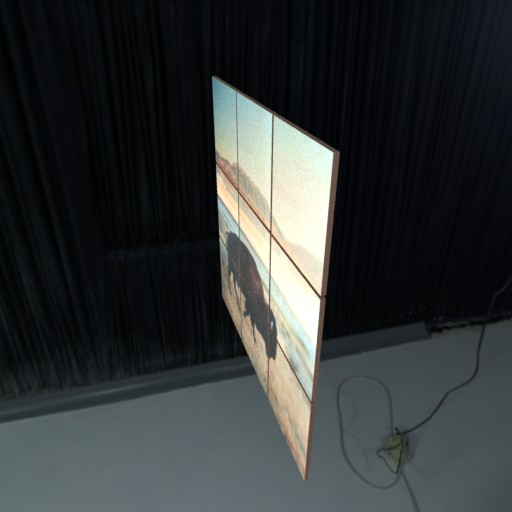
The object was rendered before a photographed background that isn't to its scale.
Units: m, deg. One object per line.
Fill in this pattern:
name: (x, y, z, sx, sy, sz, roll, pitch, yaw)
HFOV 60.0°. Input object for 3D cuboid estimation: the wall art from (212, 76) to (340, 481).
wall art: (0.000, 0.000, 1.349, 0.018, 0.904, 0.906, -9, 31, -15)
